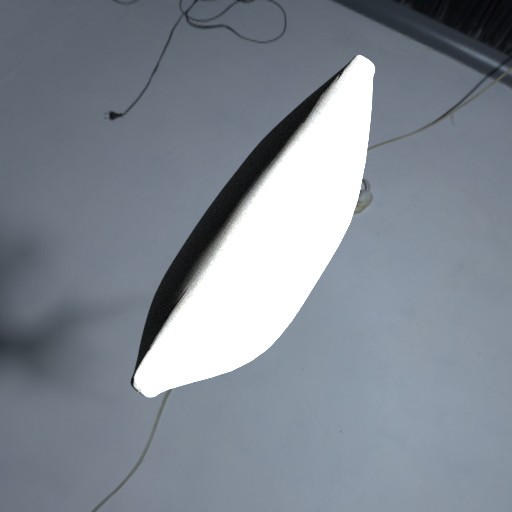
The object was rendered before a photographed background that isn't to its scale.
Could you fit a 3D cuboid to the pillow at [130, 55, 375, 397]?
[{"bbox_3d":[0.000,0.000,0.757,0.219,0.491,0.496,32,77,8],"label":"pillow"}]
